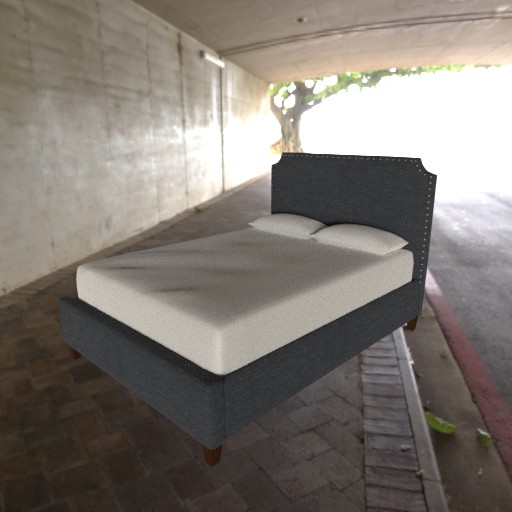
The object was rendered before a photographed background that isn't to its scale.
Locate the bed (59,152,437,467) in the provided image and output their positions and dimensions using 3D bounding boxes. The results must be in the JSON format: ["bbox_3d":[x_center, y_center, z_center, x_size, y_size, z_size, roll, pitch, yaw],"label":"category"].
[{"bbox_3d":[0.000,0.000,3.379,1.713,1.443,2.372,15,21,42],"label":"bed"}]
